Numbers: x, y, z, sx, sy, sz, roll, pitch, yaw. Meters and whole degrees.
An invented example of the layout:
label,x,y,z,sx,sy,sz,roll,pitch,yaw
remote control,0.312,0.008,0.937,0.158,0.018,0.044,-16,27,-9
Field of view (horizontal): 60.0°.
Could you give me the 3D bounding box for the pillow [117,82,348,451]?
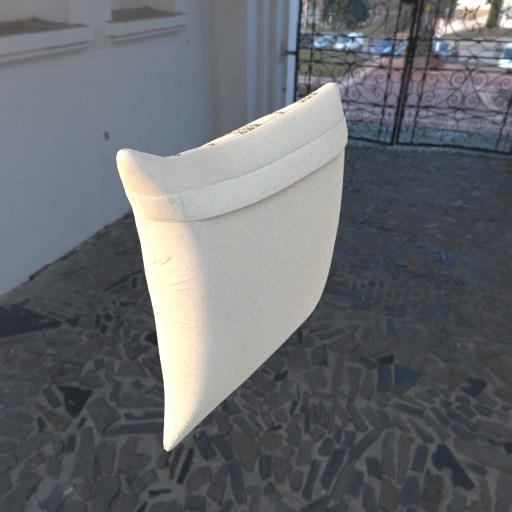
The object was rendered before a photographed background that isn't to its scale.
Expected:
label,x,y,z,sx,sy,sz,roll,pitch,yaw
pillow,0.000,0.000,0.621,0.173,0.406,0.405,20,37,30
